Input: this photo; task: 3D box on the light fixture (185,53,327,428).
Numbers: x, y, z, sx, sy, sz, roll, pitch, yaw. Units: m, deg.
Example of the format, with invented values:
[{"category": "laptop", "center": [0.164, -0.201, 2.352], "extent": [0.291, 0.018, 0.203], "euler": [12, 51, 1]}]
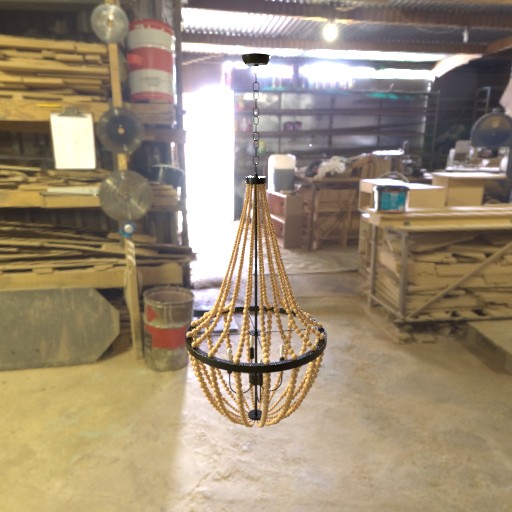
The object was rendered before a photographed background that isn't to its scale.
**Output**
[{"category": "light fixture", "center": [0.000, 0.000, 1.356], "extent": [0.450, 1.133, 0.450], "euler": [0, 15, 0]}]
